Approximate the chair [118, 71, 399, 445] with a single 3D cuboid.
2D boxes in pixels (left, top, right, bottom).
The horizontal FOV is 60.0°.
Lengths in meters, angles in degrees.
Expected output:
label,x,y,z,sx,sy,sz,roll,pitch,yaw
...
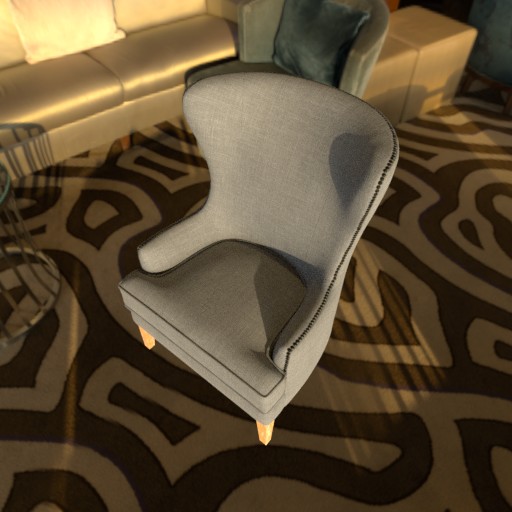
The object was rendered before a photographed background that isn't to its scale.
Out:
label,x,y,z,sx,sy,sz,roll,pitch,yaw
chair,0.000,0.000,1.859,0.864,1.176,0.883,31,54,26
